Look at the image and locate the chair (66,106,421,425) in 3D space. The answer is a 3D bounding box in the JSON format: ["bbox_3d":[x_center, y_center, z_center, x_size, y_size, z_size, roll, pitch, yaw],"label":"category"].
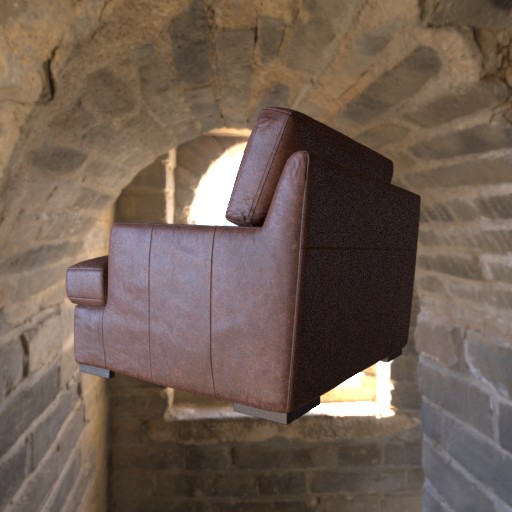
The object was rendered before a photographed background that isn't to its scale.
[{"bbox_3d":[0.000,0.000,1.948,1.143,0.939,1.168,0,0,35],"label":"chair"}]
